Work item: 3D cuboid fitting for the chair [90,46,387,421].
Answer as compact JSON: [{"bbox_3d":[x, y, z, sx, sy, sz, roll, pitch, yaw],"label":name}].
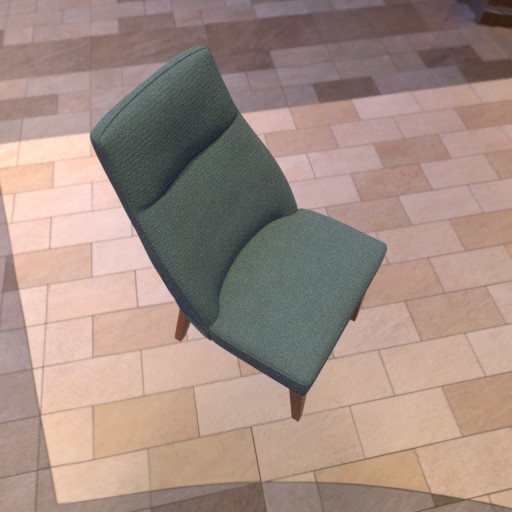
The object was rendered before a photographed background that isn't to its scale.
[{"bbox_3d":[0.000,0.000,1.262,0.620,0.930,0.500,28,62,17],"label":"chair"}]
